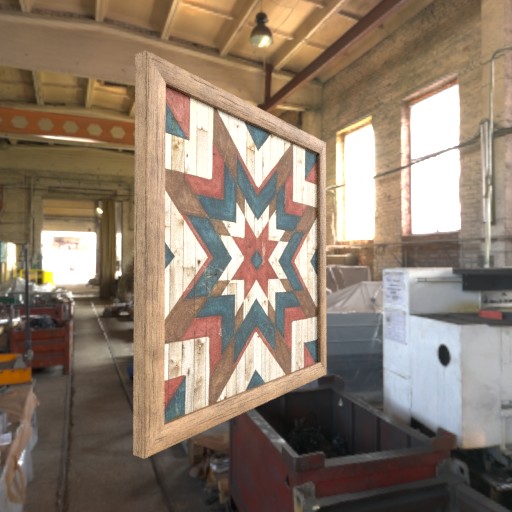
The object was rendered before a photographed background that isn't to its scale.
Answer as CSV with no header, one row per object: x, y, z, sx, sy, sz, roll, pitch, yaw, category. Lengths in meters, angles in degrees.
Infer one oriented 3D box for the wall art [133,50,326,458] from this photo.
0.000,0.000,1.041,0.029,0.691,0.695,-1,-1,35,wall art
